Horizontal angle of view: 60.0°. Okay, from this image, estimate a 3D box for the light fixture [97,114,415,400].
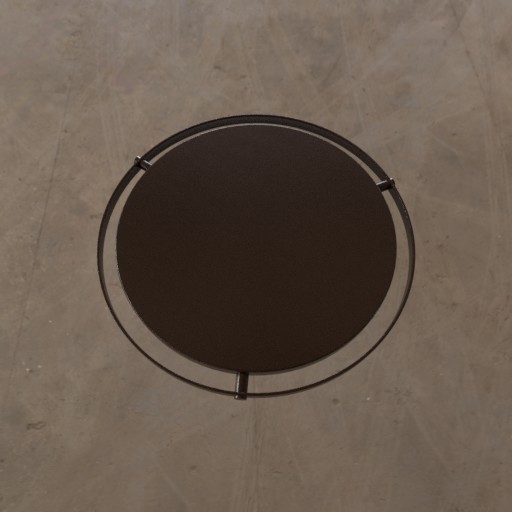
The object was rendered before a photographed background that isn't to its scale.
[{"bbox_3d":[0.000,0.000,0.561,0.361,0.130,0.361,0,64,0],"label":"light fixture"}]
